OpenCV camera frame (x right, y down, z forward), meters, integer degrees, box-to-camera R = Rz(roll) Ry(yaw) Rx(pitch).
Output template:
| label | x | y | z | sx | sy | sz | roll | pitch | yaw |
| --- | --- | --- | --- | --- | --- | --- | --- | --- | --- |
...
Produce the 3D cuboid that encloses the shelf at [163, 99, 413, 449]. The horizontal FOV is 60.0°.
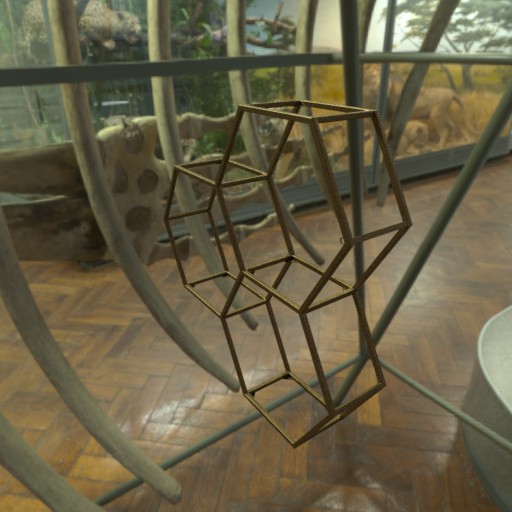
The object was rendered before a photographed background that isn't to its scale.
| label | x | y | z | sx | sy | sz | roll | pitch | yaw |
| --- | --- | --- | --- | --- | --- | --- | --- | --- | --- |
| shelf | 0.000 | 0.000 | 1.048 | 0.150 | 0.701 | 0.708 | -17 | 30 | -31 |
